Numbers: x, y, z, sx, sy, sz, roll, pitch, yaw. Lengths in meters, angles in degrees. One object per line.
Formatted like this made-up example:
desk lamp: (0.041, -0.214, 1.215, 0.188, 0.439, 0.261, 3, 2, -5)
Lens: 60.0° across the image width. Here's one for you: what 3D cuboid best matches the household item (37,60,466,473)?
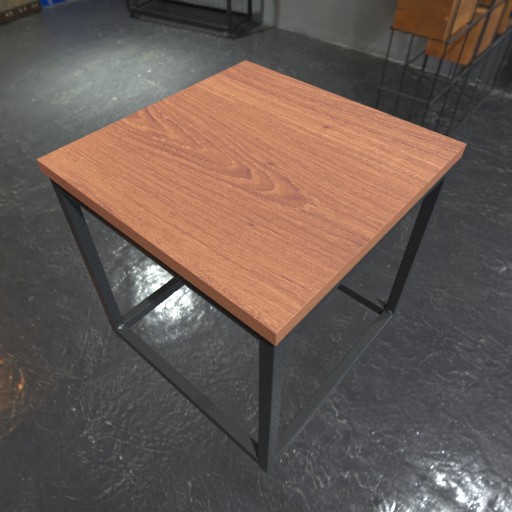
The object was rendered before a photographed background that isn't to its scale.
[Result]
household item: (0.000, 0.000, 0.727, 0.400, 0.400, 0.400, 33, 55, 27)
